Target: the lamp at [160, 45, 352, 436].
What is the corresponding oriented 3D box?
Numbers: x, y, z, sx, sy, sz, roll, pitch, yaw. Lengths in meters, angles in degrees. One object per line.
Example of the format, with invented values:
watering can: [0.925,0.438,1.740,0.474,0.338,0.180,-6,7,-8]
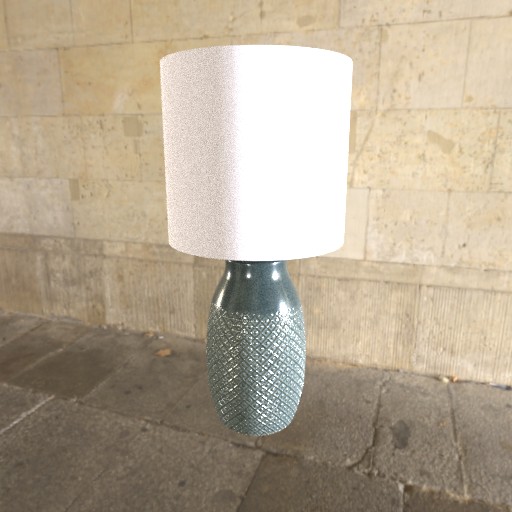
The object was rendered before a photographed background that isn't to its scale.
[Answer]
lamp: [0.000,0.000,0.565,0.217,0.453,0.217,-7,16,-25]
